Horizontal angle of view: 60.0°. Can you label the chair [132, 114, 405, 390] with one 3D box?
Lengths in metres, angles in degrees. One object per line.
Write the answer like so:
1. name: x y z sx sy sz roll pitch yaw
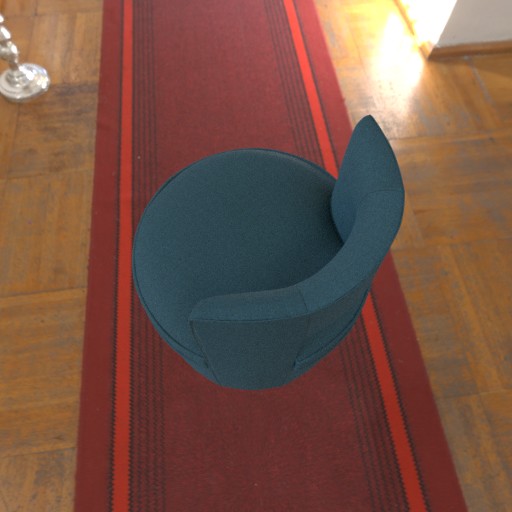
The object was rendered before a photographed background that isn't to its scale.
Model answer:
1. chair: 0.000 0.000 1.263 0.660 0.711 0.684 34 68 16
